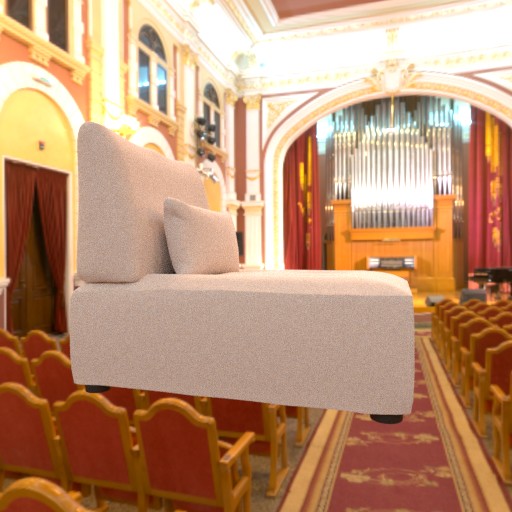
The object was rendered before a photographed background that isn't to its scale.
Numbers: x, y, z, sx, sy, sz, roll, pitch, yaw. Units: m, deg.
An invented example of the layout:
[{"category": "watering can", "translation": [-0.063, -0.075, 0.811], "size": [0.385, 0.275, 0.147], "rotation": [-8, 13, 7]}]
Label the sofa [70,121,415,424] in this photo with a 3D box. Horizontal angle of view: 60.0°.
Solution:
[{"category": "sofa", "translation": [0.000, 0.000, 1.519], "size": [1.000, 0.820, 0.700], "rotation": [0, 0, 18]}]
